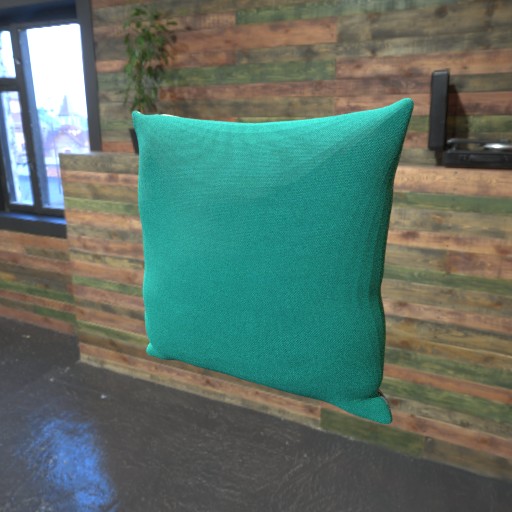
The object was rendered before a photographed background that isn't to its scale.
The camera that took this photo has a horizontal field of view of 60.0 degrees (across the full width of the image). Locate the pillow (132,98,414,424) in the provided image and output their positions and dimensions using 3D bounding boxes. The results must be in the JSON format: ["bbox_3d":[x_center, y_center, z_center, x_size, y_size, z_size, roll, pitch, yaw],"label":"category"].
[{"bbox_3d":[0.000,0.000,0.673,0.440,0.441,0.182,8,18,25],"label":"pillow"}]
